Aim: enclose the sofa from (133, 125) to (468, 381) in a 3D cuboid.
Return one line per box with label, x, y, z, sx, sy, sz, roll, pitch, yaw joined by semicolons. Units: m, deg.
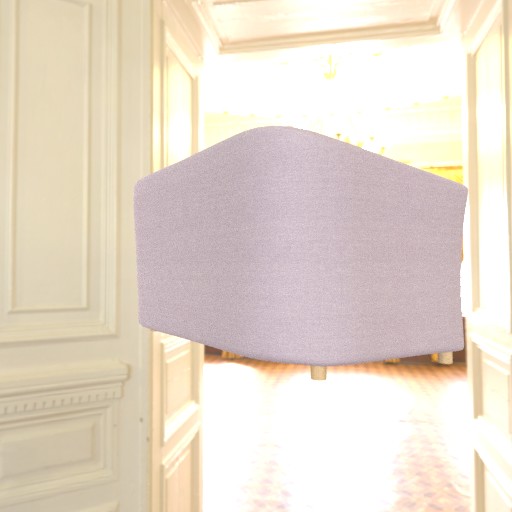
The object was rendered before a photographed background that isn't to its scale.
sofa;0.000;0.000;1.839;0.705;0.721;1.452;1;-2;-35
